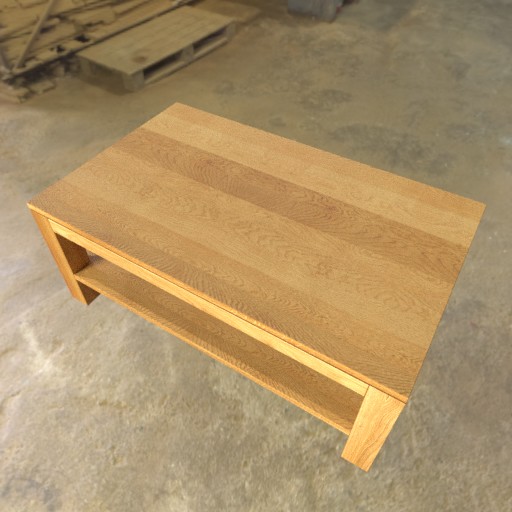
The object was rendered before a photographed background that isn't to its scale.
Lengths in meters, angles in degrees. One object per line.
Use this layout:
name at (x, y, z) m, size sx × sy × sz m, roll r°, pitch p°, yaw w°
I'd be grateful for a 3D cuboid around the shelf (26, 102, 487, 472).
shelf at (0.000, 0.000, 1.459) m, size 1.150 × 0.450 × 0.700 m, roll 24°, pitch 52°, yaw 21°
